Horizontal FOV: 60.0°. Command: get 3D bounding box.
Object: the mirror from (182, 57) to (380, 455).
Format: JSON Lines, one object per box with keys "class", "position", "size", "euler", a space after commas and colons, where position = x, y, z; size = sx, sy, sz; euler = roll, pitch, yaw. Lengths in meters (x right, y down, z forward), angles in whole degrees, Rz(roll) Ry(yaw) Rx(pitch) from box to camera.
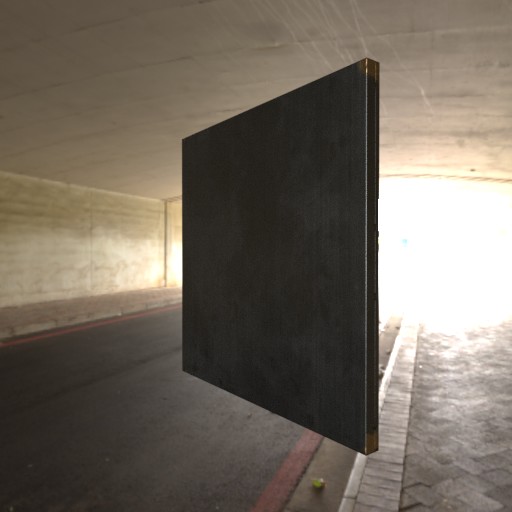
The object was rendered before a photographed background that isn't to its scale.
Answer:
{"class": "mirror", "position": [0.000, 0.000, 0.582], "size": [0.020, 0.381, 0.382], "euler": [0, 1, -37]}
